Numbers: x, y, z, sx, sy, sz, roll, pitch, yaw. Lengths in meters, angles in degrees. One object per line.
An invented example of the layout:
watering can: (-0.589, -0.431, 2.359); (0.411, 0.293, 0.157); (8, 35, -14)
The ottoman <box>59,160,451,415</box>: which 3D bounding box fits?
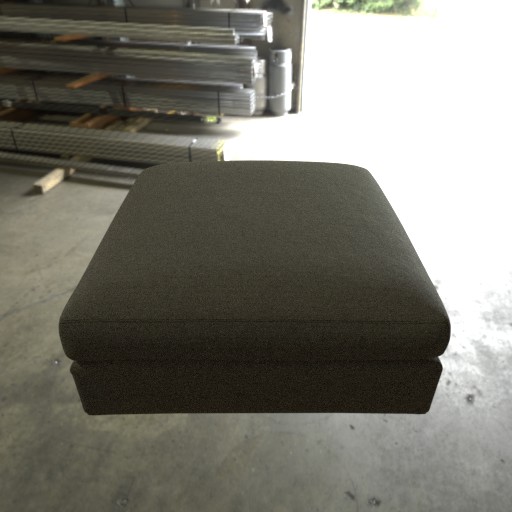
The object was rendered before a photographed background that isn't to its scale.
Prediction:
ottoman: (0.000, 0.000, 1.605); (1.041, 0.470, 1.041); (0, 33, 0)
